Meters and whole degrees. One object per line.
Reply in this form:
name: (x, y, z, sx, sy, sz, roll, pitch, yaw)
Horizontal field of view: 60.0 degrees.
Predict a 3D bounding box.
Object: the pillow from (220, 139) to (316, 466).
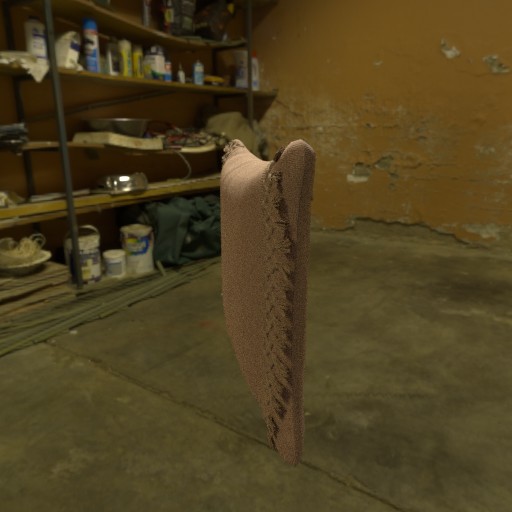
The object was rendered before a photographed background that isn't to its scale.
pillow: (0.000, 0.000, 0.594, 0.084, 0.305, 0.466, -2, 15, -9)
